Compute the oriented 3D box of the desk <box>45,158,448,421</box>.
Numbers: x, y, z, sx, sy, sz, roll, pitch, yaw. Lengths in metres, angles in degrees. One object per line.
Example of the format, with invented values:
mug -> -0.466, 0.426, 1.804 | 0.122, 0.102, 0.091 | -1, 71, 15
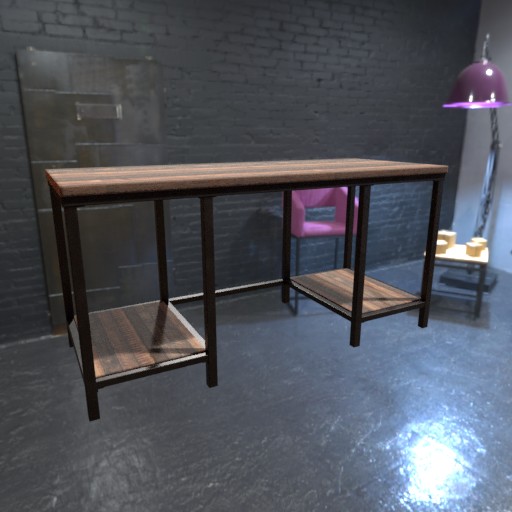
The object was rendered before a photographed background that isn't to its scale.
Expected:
desk -> 0.000, 0.000, 1.918 | 1.538, 0.753, 0.617 | -8, 18, -27
